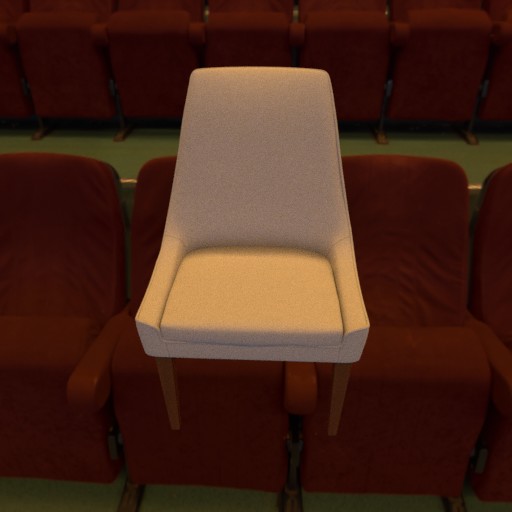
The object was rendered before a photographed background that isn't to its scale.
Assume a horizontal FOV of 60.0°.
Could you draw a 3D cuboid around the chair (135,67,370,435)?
[{"bbox_3d":[0.000,0.000,1.192,0.529,0.861,0.544,1,33,2],"label":"chair"}]
